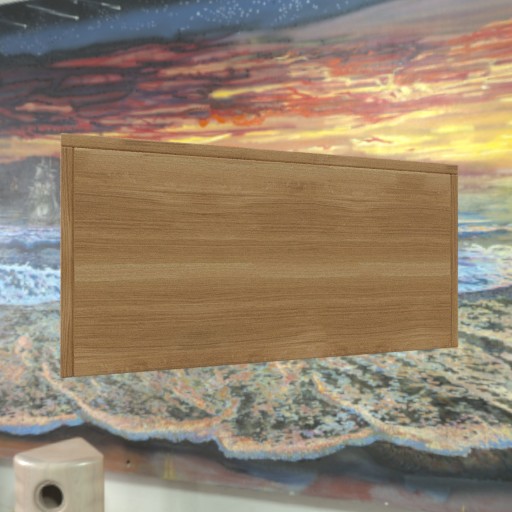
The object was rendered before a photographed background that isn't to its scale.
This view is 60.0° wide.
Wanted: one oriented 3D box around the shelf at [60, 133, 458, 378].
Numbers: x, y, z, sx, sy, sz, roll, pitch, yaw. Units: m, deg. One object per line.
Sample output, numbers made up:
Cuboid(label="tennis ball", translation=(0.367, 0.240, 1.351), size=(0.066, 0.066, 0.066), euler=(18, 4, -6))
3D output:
Cuboid(label="shelf", translation=(0.000, 0.000, 1.034), size=(0.800, 0.400, 0.400), euler=(0, 0, -18))
